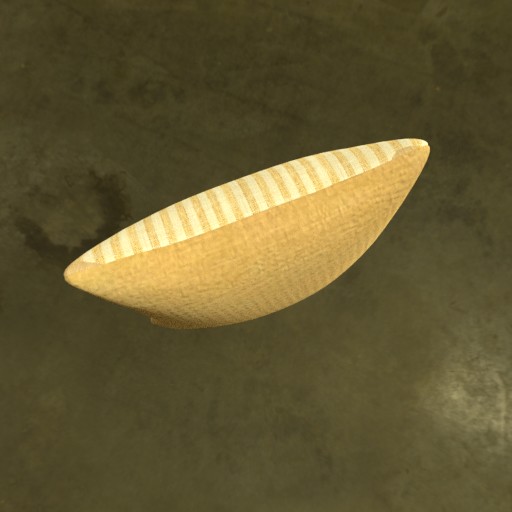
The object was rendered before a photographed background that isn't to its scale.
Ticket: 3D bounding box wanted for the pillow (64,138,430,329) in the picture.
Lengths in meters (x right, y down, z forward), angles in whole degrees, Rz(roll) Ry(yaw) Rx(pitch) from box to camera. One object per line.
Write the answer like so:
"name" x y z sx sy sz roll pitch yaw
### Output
"pillow" 0.000 0.000 0.657 0.419 0.407 0.173 -21 76 -5
